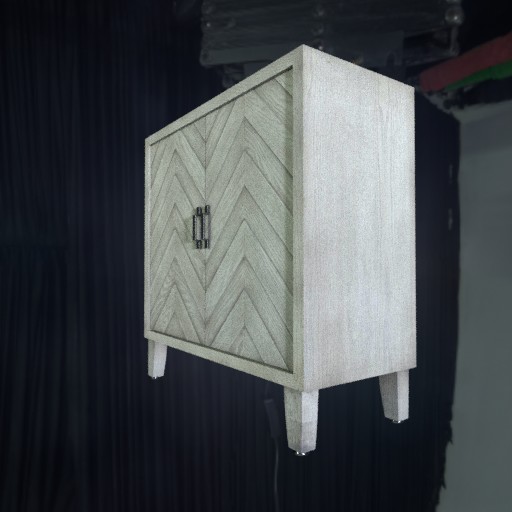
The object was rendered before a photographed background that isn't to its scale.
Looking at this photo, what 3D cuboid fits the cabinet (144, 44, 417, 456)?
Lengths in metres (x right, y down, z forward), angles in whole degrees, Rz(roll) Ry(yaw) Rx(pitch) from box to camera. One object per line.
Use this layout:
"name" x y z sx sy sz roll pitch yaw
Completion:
"cabinet" 0.000 0.000 1.251 0.370 0.787 0.781 1 -1 -36
